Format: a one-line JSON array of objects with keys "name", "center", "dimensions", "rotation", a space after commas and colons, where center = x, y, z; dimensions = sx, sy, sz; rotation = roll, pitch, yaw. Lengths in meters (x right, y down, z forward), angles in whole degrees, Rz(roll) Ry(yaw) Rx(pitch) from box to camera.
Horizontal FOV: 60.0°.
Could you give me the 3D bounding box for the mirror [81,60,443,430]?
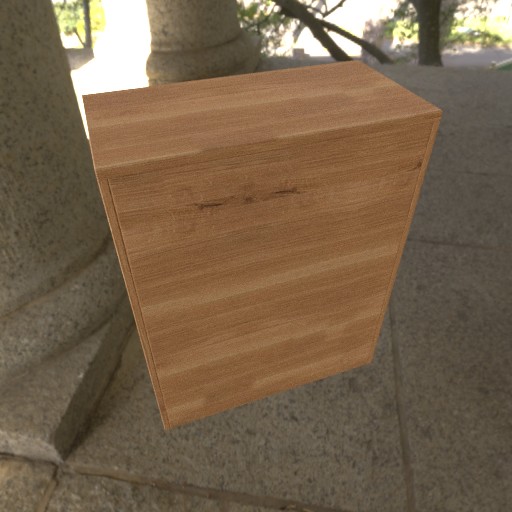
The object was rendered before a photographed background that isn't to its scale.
[{"name": "mirror", "center": [0.000, 0.000, 1.416], "dimensions": [0.800, 1.000, 0.400], "rotation": [-13, 43, -15]}]
